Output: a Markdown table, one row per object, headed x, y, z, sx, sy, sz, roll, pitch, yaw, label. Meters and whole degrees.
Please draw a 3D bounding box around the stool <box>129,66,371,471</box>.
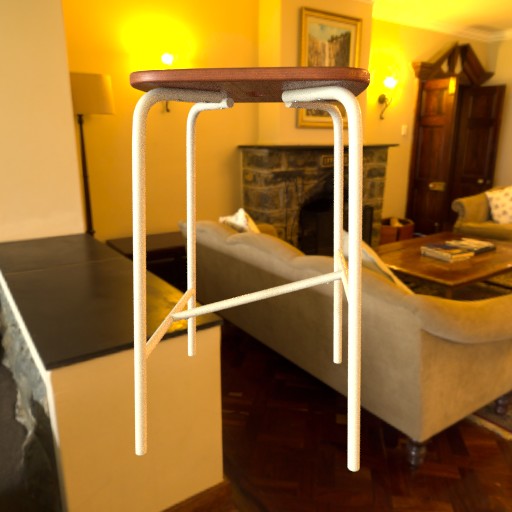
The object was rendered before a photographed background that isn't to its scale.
| x | y | z | sx | sy | sz | roll | pitch | yaw | label |
| --- | --- | --- | --- | --- | --- | --- | --- | --- | --- |
| 0.000 | 0.000 | 0.836 | 0.376 | 0.610 | 0.376 | 2 | 15 | 6 | stool |
